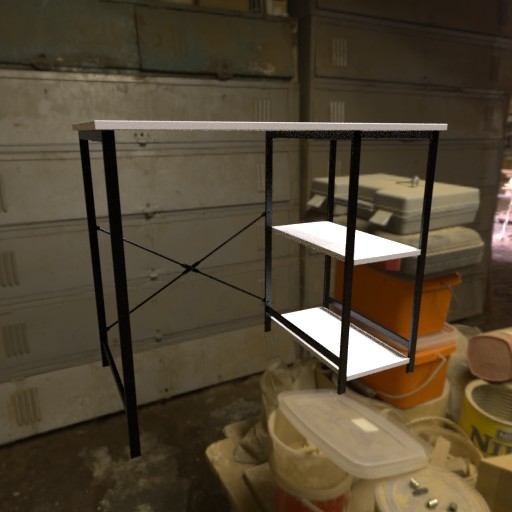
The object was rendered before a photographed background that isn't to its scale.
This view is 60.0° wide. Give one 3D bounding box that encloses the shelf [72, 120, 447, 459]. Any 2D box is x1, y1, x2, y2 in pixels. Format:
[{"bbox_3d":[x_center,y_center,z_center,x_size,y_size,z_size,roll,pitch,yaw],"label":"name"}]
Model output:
[{"bbox_3d":[0.000,0.000,1.316,0.902,0.750,0.498,-8,17,-25],"label":"shelf"}]
